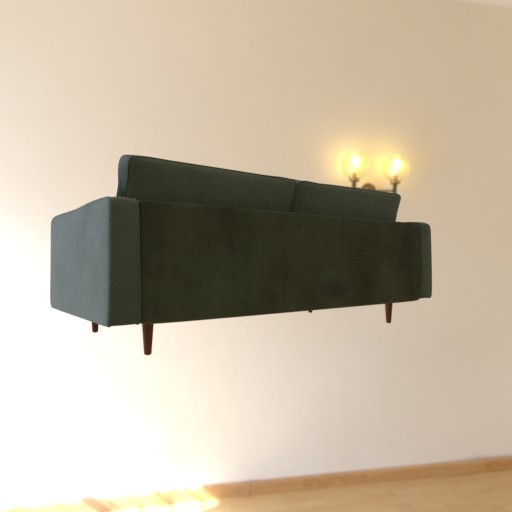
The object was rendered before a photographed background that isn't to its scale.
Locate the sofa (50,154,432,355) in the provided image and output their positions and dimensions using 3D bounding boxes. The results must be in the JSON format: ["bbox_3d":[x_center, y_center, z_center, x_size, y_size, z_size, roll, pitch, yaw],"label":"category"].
[{"bbox_3d":[0.000,0.000,2.358,1.880,0.772,0.916,1,-1,-36],"label":"sofa"}]
